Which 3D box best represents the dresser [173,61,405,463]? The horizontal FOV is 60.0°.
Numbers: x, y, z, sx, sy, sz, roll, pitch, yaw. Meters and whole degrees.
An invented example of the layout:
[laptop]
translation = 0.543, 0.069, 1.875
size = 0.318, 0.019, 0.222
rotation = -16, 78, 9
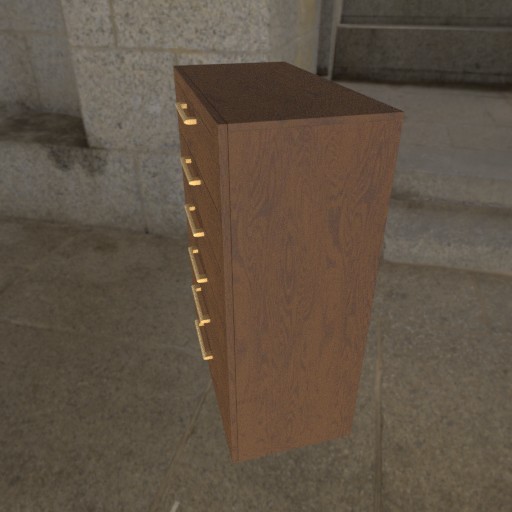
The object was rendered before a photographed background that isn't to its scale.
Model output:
[dresser]
translation = 0.000, 0.000, 1.795
size = 0.516, 1.320, 0.964
rotation = -8, 32, -13
